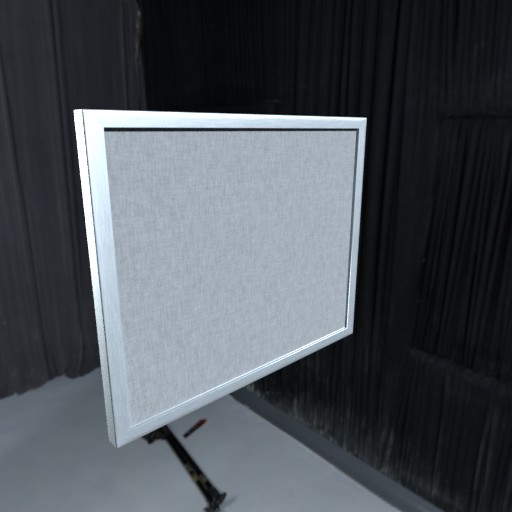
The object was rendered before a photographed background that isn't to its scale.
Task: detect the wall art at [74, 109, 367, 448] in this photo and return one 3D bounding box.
[{"bbox_3d":[0.000,0.000,0.753,0.556,0.457,0.028,-14,21,-40],"label":"wall art"}]
